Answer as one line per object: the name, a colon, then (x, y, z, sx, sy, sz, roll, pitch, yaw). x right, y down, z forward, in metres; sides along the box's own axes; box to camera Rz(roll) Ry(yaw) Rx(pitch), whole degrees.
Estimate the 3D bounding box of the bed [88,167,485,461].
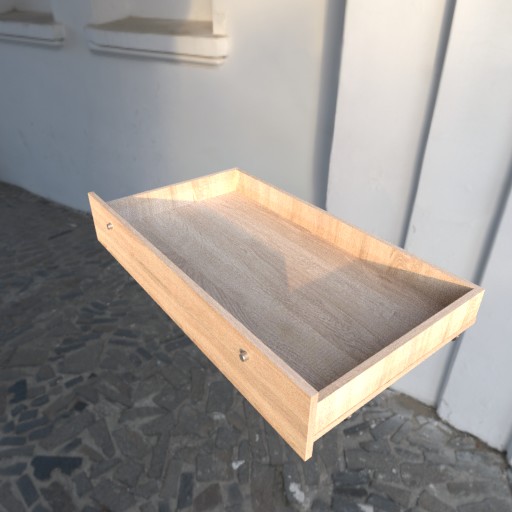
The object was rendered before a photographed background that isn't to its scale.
bed: (0.000, 0.000, 1.468, 0.685, 0.209, 1.200, -22, 38, -31)
